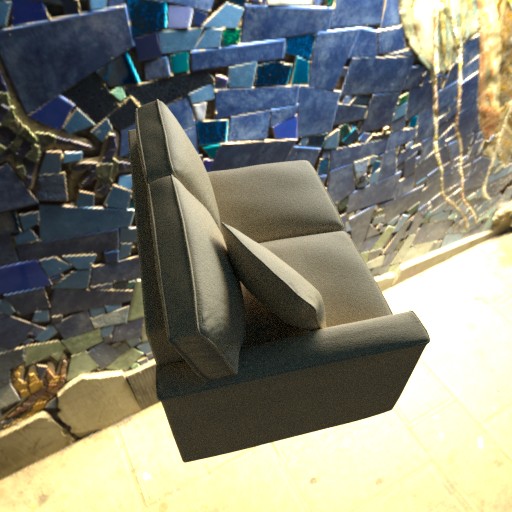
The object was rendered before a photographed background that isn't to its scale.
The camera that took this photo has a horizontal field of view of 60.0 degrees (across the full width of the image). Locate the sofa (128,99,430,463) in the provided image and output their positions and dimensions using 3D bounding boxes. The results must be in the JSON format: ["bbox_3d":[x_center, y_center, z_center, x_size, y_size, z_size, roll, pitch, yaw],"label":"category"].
[{"bbox_3d":[0.000,0.000,2.063,0.991,0.989,1.388,-10,48,-9],"label":"sofa"}]
